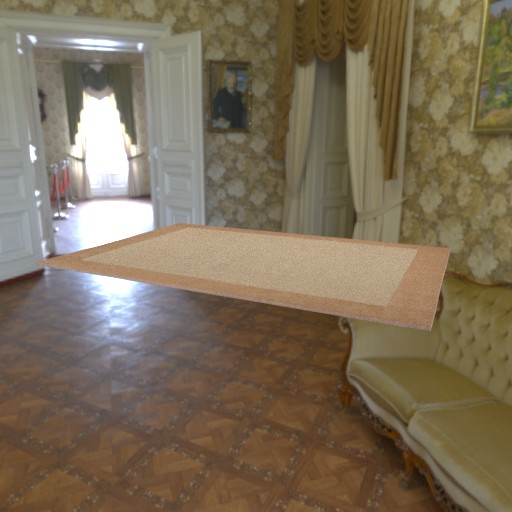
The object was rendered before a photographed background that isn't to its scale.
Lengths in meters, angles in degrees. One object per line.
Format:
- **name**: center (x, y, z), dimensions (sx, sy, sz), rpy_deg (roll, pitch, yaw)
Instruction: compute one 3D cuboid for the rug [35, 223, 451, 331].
- **rug**: center (0.000, 0.000, 2.331), dimensions (1.829, 0.014, 1.219), rpy_deg (7, 16, 25)
